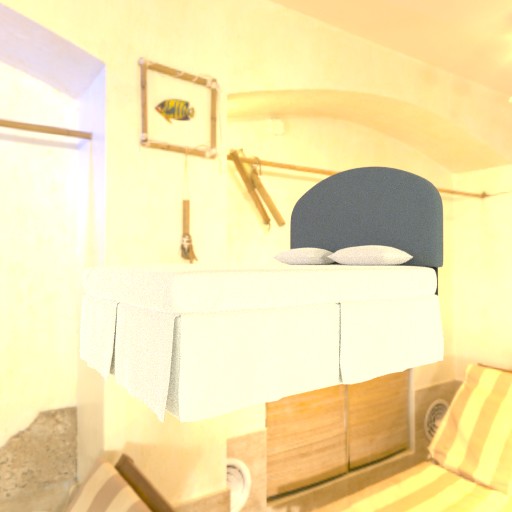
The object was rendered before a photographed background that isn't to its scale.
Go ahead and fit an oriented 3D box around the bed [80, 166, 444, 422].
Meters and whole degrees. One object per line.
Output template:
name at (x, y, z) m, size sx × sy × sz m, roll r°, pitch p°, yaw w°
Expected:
bed at (0.000, 0.000, 3.000) m, size 2.005 × 1.410 × 1.607 m, roll 0°, pitch -1°, yaw -36°
